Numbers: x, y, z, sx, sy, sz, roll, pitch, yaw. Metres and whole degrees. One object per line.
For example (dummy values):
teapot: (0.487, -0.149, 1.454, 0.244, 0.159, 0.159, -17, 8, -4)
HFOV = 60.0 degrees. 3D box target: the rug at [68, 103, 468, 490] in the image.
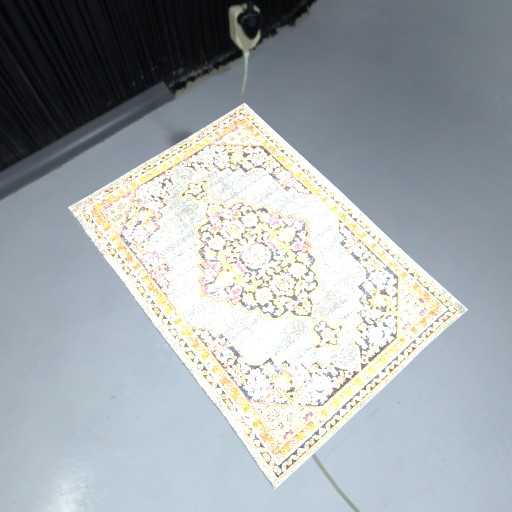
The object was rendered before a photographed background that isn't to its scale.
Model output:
rug: (0.000, 0.000, 3.776, 2.043, 0.026, 2.901, -36, 69, -16)
